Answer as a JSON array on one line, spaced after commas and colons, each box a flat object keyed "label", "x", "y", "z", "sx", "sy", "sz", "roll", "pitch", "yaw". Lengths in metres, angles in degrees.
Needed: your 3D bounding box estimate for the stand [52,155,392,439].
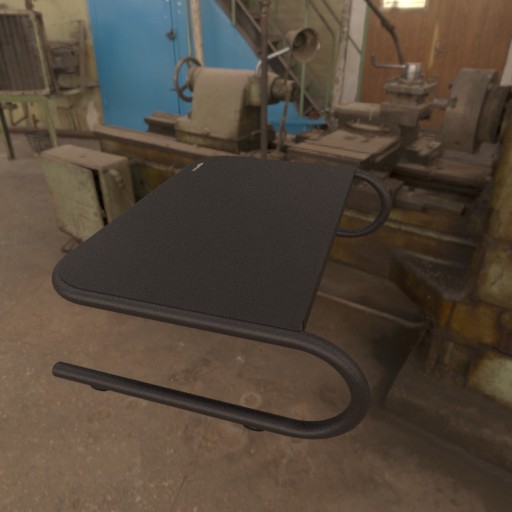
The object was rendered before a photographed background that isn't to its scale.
[{"label": "stand", "x": 0.000, "y": 0.000, "z": 0.498, "sx": 0.280, "sy": 0.108, "sz": 0.370, "roll": 9, "pitch": 31, "yaw": 15}]
